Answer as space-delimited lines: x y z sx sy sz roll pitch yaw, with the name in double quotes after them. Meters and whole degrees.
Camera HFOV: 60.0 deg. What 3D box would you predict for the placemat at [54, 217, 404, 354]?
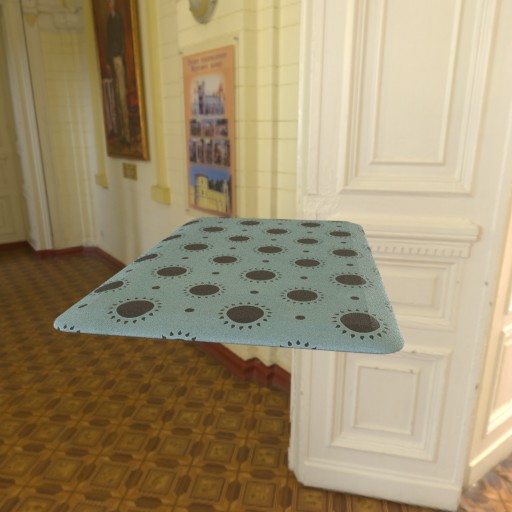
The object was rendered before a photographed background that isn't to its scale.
0.000 0.000 0.960 0.508 0.021 0.762 2 17 8 "placemat"
